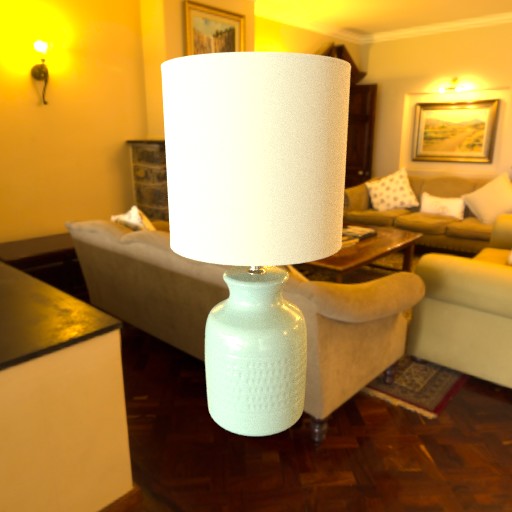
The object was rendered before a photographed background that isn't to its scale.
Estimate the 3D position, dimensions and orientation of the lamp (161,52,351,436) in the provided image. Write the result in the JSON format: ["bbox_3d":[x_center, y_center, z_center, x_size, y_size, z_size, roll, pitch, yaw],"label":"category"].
[{"bbox_3d":[0.000,0.000,1.108,0.418,0.871,0.418,-2,15,-7],"label":"lamp"}]
